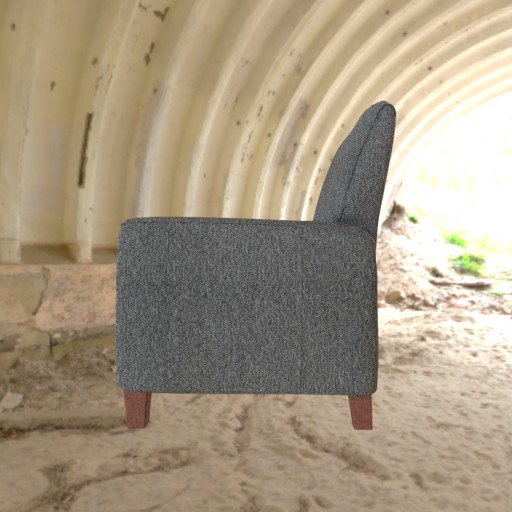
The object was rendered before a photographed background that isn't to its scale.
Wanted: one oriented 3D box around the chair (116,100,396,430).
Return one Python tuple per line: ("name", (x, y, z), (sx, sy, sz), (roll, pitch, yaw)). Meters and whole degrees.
("chair", (0.000, 0.000, 1.667), (0.864, 1.014, 0.848), (0, 0, 1))
